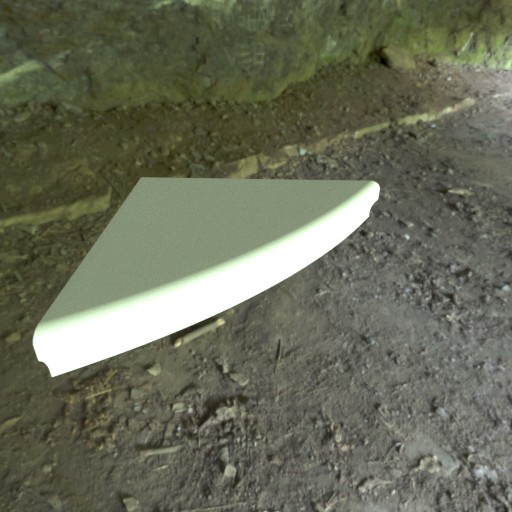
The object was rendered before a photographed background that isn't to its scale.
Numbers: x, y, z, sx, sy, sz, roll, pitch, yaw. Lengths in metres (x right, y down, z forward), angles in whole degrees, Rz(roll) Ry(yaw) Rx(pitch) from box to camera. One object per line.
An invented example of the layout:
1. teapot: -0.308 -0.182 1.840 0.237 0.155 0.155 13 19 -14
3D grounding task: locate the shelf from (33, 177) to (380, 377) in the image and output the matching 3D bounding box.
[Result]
1. shelf: 0.000 0.000 0.453 0.310 0.050 0.310 1 31 1
